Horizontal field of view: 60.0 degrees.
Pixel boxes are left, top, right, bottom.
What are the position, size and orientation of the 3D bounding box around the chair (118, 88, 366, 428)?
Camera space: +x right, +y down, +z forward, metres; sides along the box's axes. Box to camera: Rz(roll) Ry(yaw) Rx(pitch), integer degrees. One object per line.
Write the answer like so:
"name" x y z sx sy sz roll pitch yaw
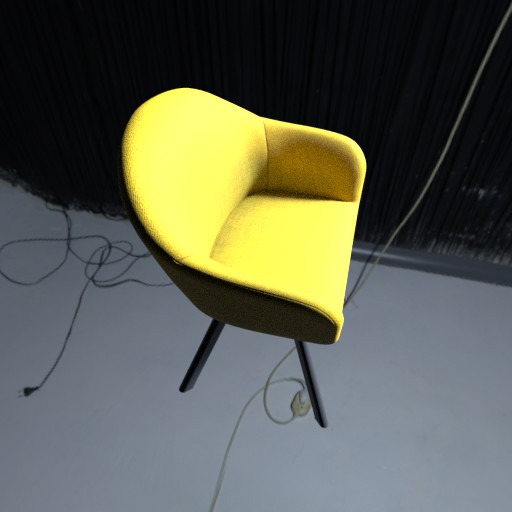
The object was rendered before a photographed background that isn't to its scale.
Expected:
"chair" 0.000 0.000 1.188 0.550 0.795 0.590 11 48 10
